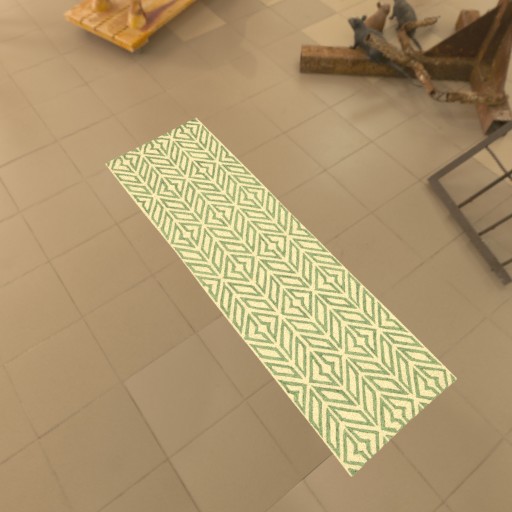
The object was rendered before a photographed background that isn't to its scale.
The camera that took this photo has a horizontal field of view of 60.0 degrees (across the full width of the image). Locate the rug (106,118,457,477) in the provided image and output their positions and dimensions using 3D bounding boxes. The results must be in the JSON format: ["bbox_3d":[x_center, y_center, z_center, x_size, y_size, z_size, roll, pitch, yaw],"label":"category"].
[{"bbox_3d":[0.000,0.000,2.667,0.750,0.009,2.435,-33,64,-18],"label":"rug"}]
